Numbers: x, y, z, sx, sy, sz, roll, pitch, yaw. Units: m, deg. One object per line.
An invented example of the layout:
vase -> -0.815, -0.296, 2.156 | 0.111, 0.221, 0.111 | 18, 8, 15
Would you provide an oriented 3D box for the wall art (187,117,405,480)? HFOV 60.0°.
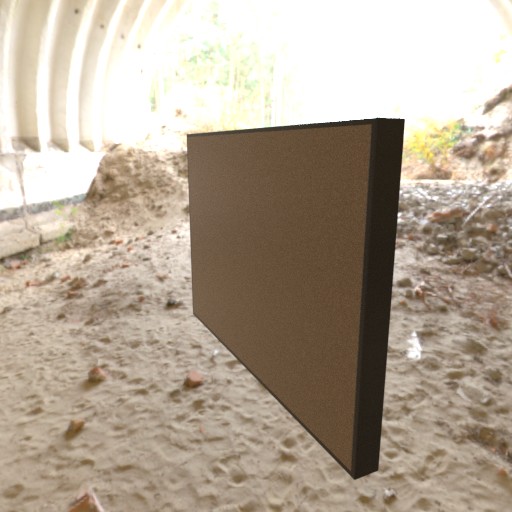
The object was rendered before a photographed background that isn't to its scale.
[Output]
wall art -> 0.000, 0.000, 1.162 | 0.058, 0.640, 0.939 | -7, 15, -25
